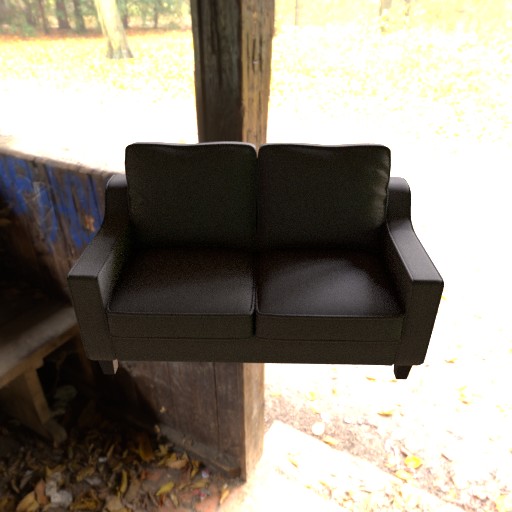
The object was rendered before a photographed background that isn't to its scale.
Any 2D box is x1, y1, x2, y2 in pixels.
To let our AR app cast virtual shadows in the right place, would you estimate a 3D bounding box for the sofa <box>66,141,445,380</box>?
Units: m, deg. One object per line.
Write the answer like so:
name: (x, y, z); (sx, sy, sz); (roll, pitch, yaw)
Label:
sofa: (0.000, 0.000, 2.097); (1.500, 0.948, 0.791); (1, 31, 1)
